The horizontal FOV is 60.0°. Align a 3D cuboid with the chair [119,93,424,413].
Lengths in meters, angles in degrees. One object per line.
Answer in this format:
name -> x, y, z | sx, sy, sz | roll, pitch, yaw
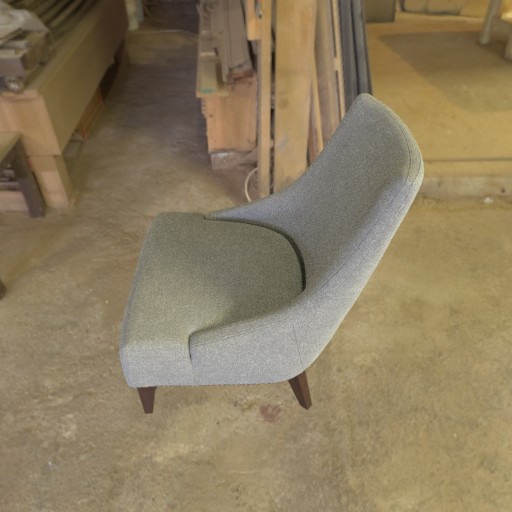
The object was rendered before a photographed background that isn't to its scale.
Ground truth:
chair -> 0.000, 0.000, 1.497 | 0.861, 0.909, 0.701 | -1, 41, -1
